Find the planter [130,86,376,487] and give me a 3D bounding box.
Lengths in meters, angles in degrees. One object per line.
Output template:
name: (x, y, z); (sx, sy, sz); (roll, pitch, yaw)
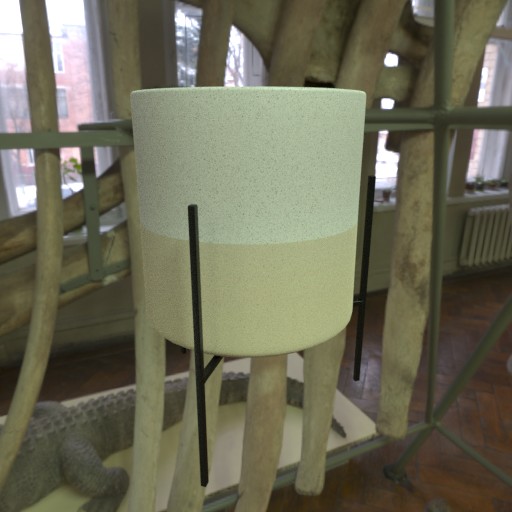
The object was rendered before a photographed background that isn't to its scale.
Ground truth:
planter: (0.000, 0.000, 0.526); (0.267, 0.362, 0.263); (-8, 19, -24)
